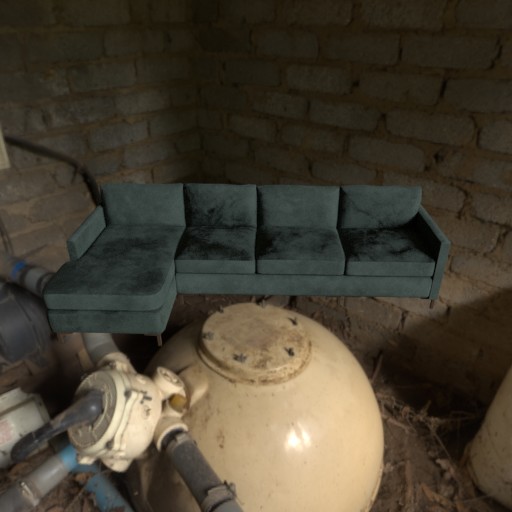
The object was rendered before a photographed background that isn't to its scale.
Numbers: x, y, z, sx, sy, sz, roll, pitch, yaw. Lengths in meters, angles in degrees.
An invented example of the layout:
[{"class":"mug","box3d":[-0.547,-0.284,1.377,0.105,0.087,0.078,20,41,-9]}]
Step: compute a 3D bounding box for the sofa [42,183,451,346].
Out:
[{"class":"sofa","box3d":[0.000,0.000,4.121,3.400,0.967,1.500,1,29,2]}]
